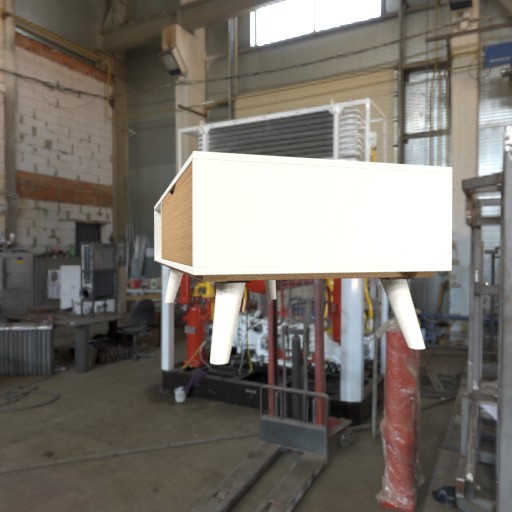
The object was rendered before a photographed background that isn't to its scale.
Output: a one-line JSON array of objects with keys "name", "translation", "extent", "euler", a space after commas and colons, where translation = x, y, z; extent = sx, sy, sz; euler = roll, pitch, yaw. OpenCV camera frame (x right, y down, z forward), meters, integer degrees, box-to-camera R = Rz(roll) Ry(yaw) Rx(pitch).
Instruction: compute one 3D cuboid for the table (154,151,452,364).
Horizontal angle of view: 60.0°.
[{"name": "table", "translation": [0.000, 0.000, 1.530], "extent": [0.609, 0.432, 1.194], "euler": [0, 1, -17]}]
